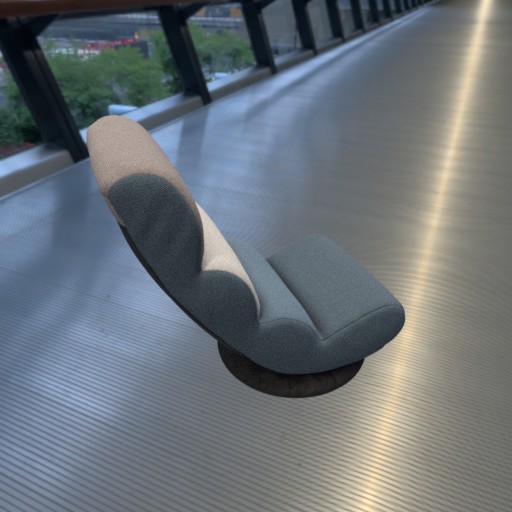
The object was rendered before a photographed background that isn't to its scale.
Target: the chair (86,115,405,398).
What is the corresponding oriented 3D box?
[{"bbox_3d":[0.000,0.000,1.068,0.661,0.641,0.420,-11,33,-18],"label":"chair"}]
